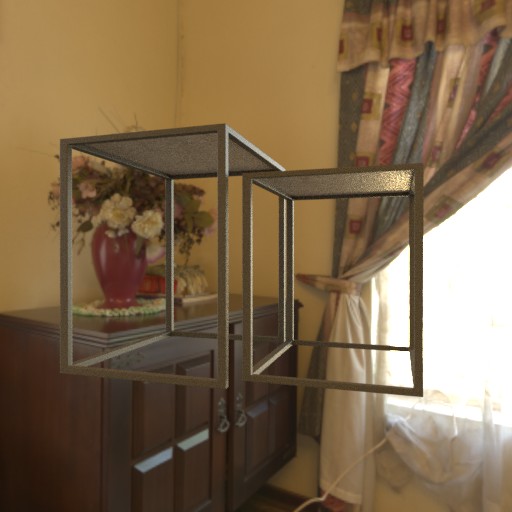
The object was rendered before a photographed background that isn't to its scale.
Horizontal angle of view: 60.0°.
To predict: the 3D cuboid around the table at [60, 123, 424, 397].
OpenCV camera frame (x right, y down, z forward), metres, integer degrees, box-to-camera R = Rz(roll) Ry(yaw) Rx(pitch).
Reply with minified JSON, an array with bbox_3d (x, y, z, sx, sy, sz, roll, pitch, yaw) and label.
[{"bbox_3d":[0.000,0.000,1.145,0.788,0.540,0.508,0,0,18],"label":"table"}]
